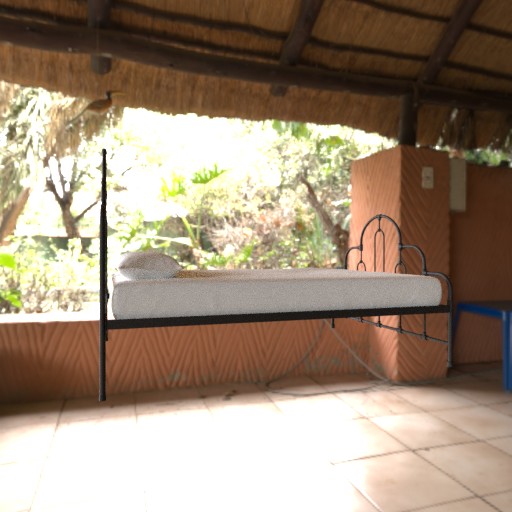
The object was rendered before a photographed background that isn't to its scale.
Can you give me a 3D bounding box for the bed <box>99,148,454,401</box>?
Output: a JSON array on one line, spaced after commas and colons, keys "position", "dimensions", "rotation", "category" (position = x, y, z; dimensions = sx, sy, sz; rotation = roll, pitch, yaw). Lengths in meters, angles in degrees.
[{"position": [0.000, 0.000, 3.291], "dimensions": [2.163, 1.429, 1.640], "rotation": [0, 0, -18], "category": "bed"}]
